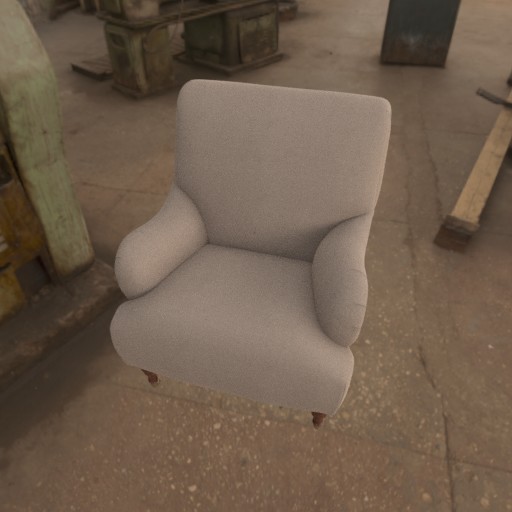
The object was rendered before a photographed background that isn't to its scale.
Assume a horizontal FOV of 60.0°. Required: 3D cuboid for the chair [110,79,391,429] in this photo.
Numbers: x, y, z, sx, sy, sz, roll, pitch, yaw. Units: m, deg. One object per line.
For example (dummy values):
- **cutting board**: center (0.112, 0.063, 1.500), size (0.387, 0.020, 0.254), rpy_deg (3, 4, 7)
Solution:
- **chair**: center (0.000, 0.000, 1.538), size (0.766, 0.942, 0.842), rpy_deg (10, 41, 12)
